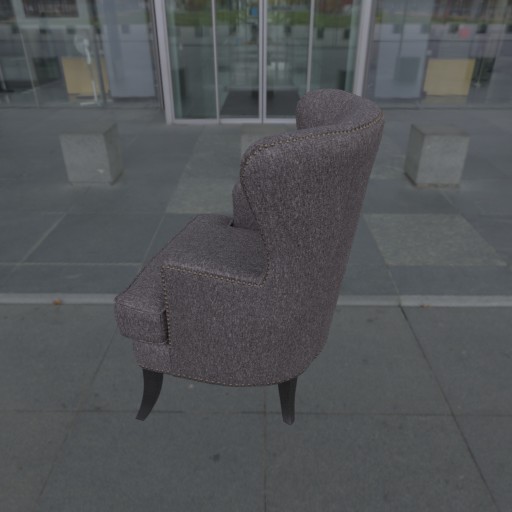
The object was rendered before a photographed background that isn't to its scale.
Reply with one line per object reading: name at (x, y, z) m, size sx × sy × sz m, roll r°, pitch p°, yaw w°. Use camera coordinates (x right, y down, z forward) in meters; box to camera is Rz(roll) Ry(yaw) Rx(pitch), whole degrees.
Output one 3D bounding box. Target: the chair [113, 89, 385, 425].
chair at (0.000, 0.000, 1.589) m, size 0.758 × 1.060 × 0.759 m, roll 8°, pitch 30°, yaw 14°
